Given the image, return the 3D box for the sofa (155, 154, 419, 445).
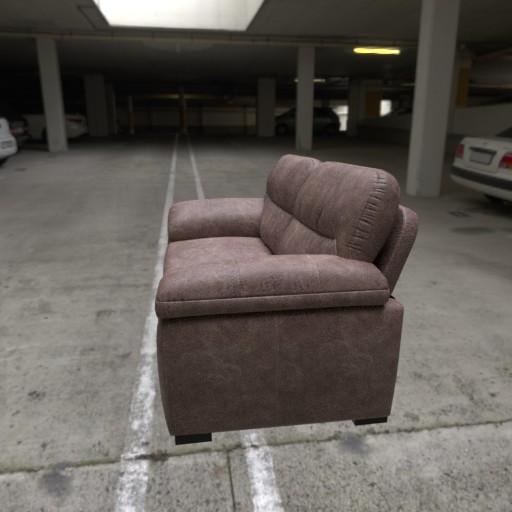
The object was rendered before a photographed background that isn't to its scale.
[{"bbox_3d":[0.000,0.000,2.345,0.991,0.991,1.753,-2,15,-9],"label":"sofa"}]
